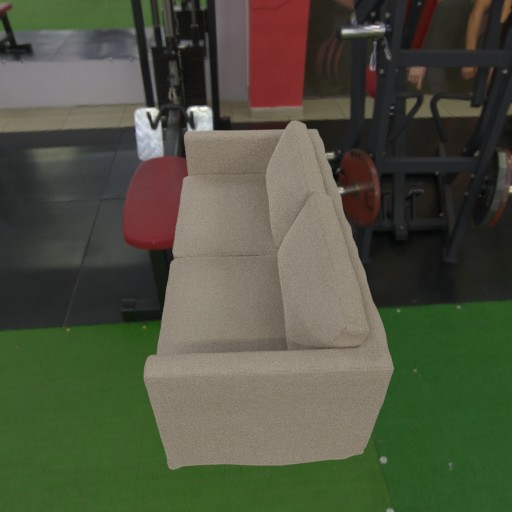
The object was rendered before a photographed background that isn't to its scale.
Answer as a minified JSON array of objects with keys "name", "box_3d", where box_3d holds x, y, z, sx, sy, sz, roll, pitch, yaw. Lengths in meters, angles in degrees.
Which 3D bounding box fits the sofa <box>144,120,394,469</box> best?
[{"name":"sofa","box_3d":[0.000,0.000,2.513,0.956,0.847,1.987,-2,42,-2]}]
